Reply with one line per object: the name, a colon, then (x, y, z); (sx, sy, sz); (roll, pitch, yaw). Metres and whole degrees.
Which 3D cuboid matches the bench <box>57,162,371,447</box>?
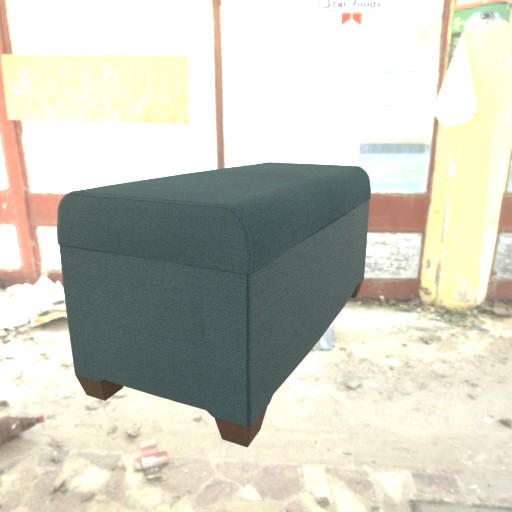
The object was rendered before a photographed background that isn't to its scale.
bench: (0.000, 0.000, 1.265); (0.476, 0.474, 0.995); (7, 17, 24)
